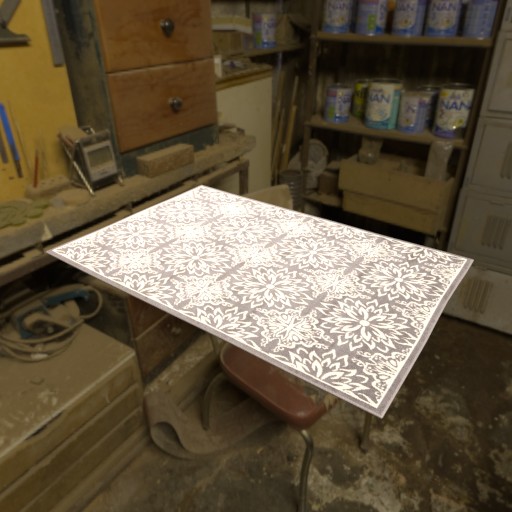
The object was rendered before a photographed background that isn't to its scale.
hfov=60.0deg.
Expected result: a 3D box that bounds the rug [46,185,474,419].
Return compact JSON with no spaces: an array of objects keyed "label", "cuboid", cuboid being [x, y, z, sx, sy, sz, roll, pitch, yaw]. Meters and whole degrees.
[{"label":"rug","cuboid":[0.000,0.000,2.288,1.847,0.012,1.224,19,35,31]}]
